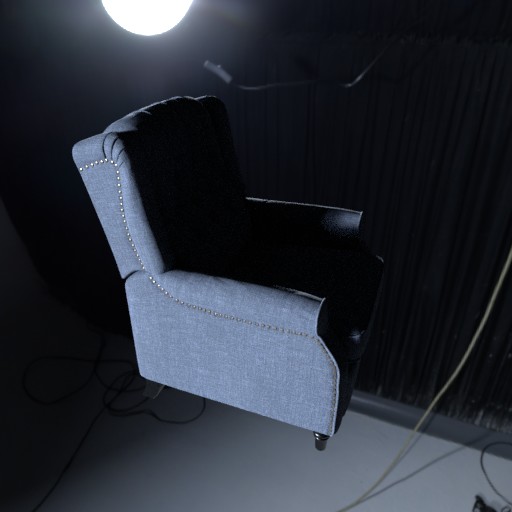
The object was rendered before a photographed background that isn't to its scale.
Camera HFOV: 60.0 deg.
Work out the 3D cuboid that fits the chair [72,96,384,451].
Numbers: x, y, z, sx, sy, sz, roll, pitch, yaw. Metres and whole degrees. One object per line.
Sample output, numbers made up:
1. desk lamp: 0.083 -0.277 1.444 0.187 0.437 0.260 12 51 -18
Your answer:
1. chair: 0.000 0.000 1.617 0.898 1.035 0.742 11 32 18
